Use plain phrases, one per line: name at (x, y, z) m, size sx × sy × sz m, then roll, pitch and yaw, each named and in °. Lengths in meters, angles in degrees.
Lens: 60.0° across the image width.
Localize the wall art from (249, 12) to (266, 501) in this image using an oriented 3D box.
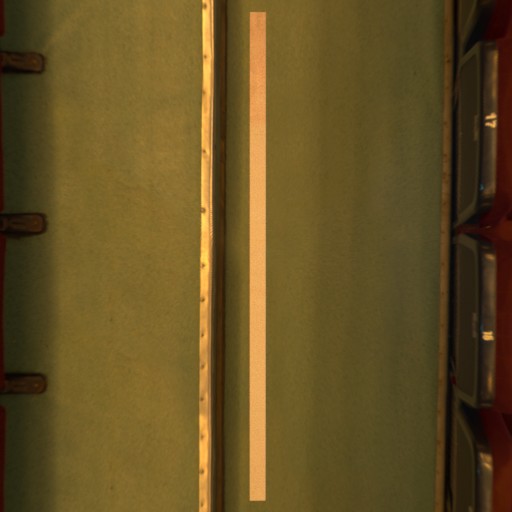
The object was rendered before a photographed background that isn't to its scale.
wall art at (0.000, 0.000, 1.413) m, size 0.041 × 0.758 × 1.142 m, roll 0°, pitch 91°, yaw -1°
